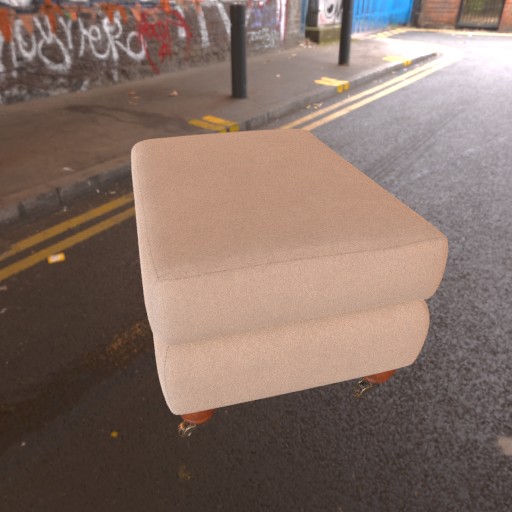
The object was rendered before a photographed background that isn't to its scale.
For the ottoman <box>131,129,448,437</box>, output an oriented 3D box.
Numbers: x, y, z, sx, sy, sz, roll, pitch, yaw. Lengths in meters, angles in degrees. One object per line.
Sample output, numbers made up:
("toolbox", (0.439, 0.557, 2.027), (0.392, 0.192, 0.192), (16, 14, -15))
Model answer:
("ottoman", (0.000, 0.000, 1.156), (0.569, 0.499, 0.773), (-8, 32, -13))
